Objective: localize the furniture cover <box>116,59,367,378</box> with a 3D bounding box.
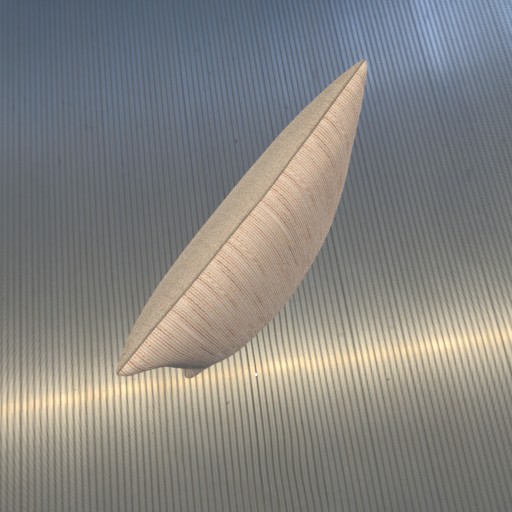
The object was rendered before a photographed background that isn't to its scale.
[{"bbox_3d":[0.000,0.000,0.777,0.178,0.506,0.512,35,78,9],"label":"furniture cover"}]
